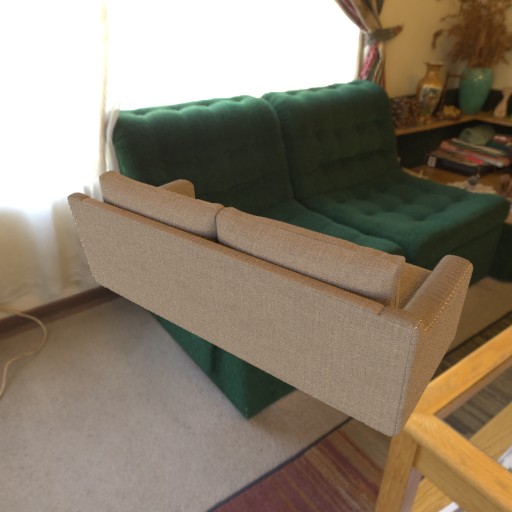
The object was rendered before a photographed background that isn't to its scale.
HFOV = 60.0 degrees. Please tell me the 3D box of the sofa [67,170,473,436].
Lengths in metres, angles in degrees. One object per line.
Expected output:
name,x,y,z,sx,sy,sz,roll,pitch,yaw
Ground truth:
sofa,0.000,0.000,2.656,2.208,0.857,1.000,20,35,32
